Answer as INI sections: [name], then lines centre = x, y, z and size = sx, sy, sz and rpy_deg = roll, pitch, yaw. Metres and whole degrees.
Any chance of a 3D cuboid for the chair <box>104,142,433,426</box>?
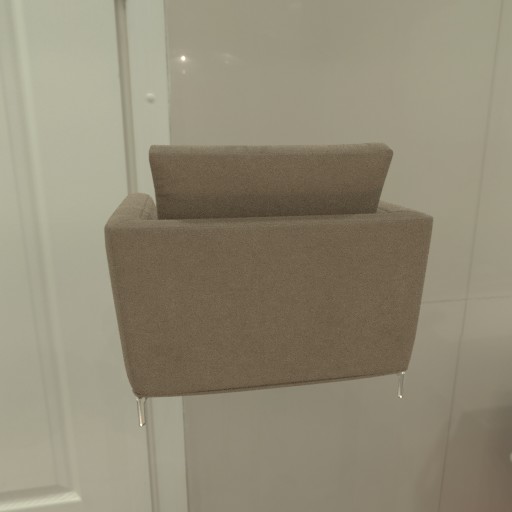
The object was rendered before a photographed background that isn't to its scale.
[chair]
centre = 0.000, 0.000, 1.738
size = 1.041, 0.864, 0.889
rpy_deg = -3, 15, -10
